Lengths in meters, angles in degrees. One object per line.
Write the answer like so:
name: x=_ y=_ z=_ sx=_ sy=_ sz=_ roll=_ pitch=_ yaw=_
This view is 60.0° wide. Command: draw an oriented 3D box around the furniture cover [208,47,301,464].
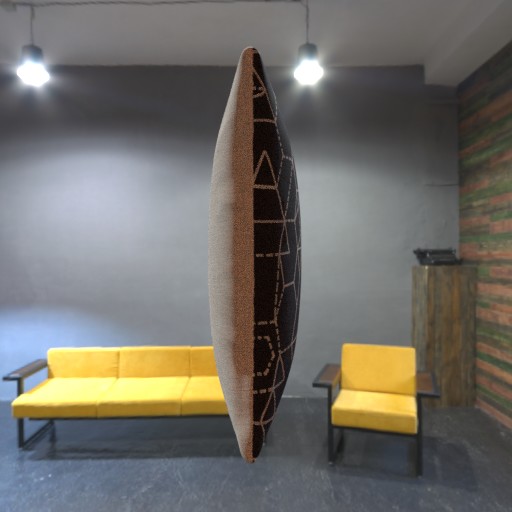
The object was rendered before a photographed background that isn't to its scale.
furniture cover: x=0.000 y=0.000 z=0.794 sx=0.158 sy=0.508 sz=0.517 roll=0 pitch=0 yaw=2
